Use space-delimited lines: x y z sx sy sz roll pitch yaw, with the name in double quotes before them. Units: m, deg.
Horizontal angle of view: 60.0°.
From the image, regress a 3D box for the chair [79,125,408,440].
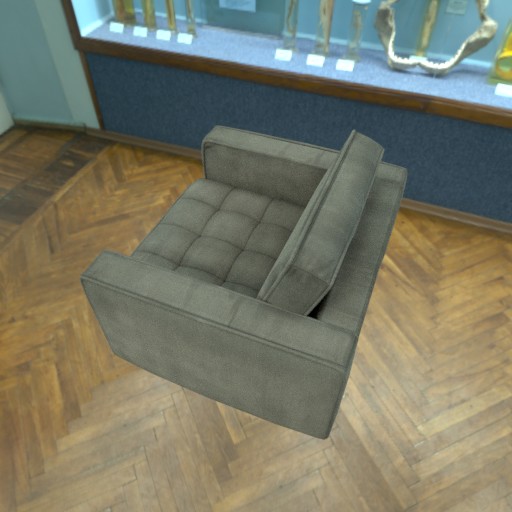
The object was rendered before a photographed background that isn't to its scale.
"chair" 0.000 0.000 1.570 0.843 0.773 0.928 17 49 15
